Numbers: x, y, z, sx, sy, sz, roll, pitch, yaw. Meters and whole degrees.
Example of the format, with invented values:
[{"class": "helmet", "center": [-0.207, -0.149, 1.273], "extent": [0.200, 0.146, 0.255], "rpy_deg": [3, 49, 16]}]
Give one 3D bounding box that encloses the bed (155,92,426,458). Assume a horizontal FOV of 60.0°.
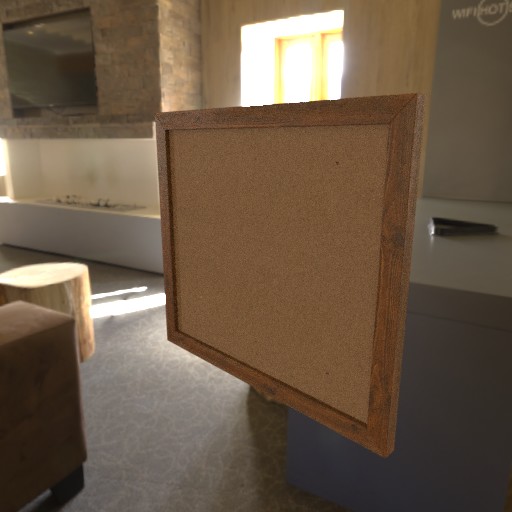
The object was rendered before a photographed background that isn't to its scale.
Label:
[{"class": "bed", "center": [0.000, 0.000, 1.463], "extent": [0.046, 0.942, 1.046], "rpy_deg": [-14, 20, -43]}]
